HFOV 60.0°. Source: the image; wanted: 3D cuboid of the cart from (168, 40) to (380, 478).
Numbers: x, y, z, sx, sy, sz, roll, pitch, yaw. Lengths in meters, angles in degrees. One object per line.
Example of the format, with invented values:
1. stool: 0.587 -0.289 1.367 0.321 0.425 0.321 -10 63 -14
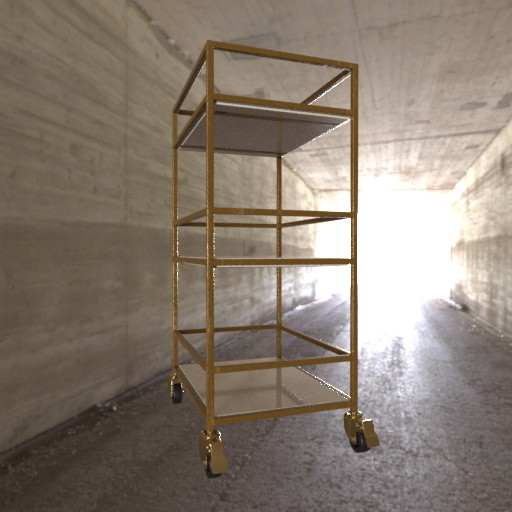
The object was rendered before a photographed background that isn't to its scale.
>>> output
1. cart: 0.000 0.000 0.996 0.332 0.761 0.483 0 1 -19
